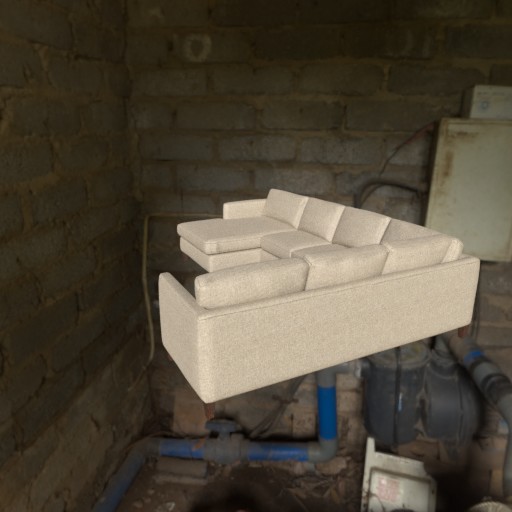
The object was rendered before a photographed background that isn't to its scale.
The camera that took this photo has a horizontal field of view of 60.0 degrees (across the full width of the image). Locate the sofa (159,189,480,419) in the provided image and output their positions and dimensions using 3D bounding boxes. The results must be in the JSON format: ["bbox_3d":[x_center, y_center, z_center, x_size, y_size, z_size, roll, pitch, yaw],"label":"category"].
[{"bbox_3d":[0.000,0.000,4.729,2.593,0.959,3.460,-9,19,-26],"label":"sofa"}]
